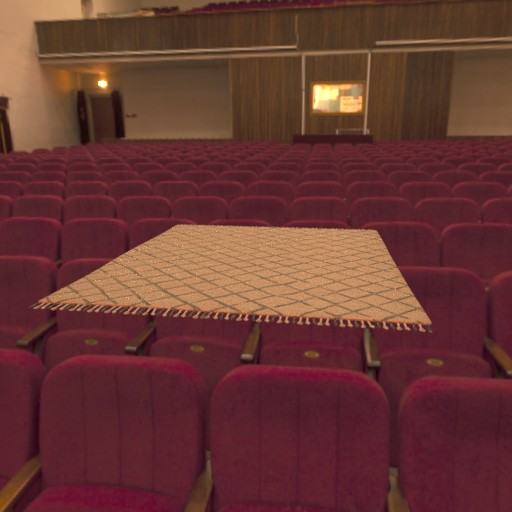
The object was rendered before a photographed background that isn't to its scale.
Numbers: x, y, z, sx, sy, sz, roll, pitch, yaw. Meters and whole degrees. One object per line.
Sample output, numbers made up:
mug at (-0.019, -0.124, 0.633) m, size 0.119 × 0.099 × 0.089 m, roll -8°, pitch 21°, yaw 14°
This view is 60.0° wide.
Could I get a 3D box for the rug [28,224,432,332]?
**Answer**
rug at (0.000, 0.000, 4.771) m, size 2.892 × 0.036 × 3.585 m, roll 2°, pitch 14°, yaw 8°
